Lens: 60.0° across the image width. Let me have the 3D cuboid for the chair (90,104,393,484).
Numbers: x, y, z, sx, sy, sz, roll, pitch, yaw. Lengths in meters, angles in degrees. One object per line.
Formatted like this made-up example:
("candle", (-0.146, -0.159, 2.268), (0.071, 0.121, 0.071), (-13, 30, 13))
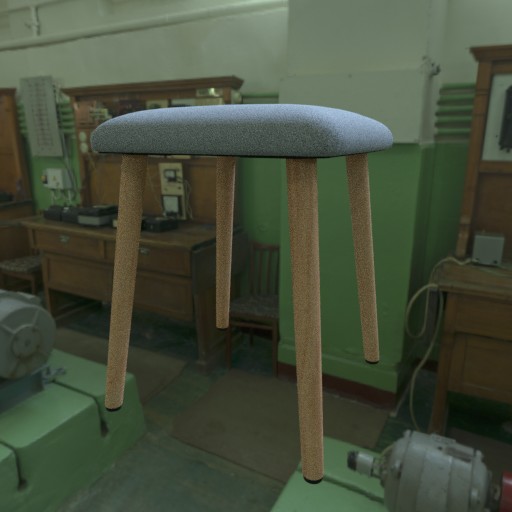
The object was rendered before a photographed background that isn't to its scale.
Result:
("chair", (0.000, 0.000, 0.689), (0.350, 0.440, 0.350), (8, 17, 26))
